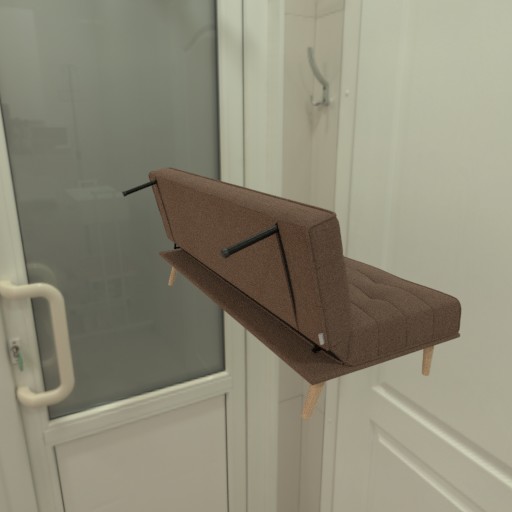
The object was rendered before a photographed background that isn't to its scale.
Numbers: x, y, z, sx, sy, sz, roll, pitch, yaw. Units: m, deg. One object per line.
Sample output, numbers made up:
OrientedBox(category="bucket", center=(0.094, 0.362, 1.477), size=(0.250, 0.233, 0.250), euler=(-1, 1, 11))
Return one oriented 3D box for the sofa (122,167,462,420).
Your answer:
OrientedBox(category="sofa", center=(0.000, 0.000, 2.373), size=(1.038, 0.810, 1.820), euler=(-9, 19, -27))
